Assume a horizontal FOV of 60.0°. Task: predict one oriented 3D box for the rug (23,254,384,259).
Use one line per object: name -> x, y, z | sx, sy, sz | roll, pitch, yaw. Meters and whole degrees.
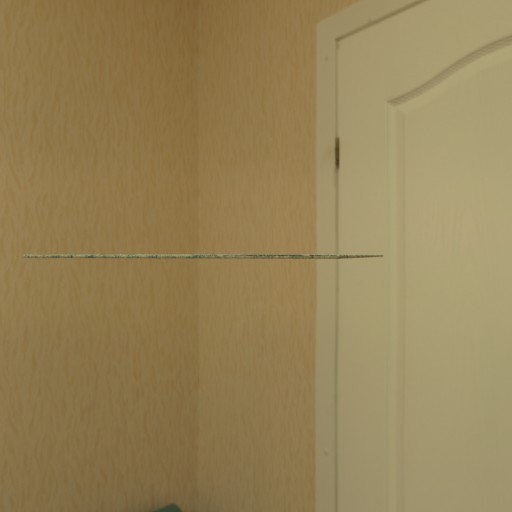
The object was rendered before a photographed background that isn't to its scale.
rug -> 0.000, 0.000, 3.019 | 1.524, 0.015, 2.439 | 0, 0, 20
